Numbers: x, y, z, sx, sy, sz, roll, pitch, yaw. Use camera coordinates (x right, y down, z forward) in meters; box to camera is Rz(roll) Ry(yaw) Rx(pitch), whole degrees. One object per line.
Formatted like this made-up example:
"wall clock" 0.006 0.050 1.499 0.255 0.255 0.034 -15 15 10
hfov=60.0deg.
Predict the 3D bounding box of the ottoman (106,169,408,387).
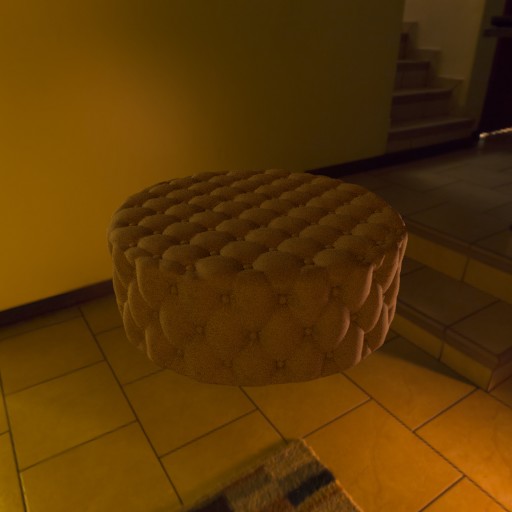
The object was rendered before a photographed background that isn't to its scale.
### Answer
"ottoman" 0.000 0.000 1.581 0.998 0.399 0.998 0 27 0
